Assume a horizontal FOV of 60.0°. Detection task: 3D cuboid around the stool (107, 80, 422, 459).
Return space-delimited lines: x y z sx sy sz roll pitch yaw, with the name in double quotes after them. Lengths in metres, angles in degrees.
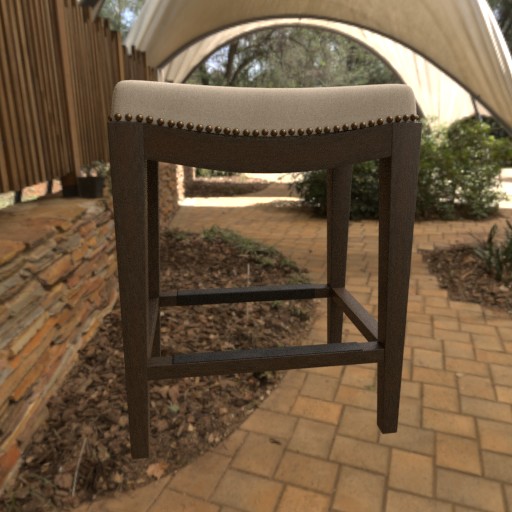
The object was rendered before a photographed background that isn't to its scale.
0.000 0.000 0.906 0.500 0.642 0.361 -2 17 -8 "stool"
